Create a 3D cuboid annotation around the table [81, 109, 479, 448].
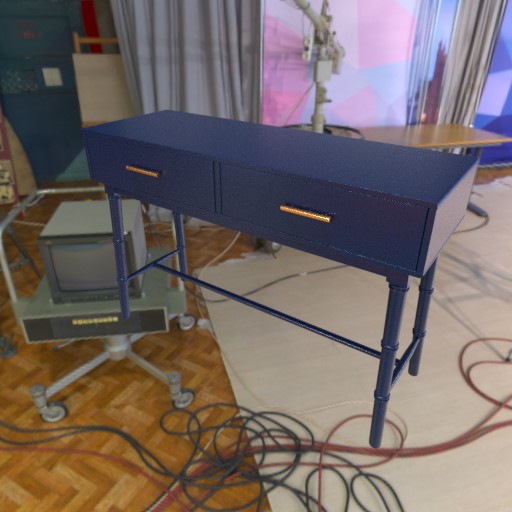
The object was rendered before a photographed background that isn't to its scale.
[{"bbox_3d":[0.000,0.000,1.452,1.118,0.749,0.399,19,34,30],"label":"table"}]
